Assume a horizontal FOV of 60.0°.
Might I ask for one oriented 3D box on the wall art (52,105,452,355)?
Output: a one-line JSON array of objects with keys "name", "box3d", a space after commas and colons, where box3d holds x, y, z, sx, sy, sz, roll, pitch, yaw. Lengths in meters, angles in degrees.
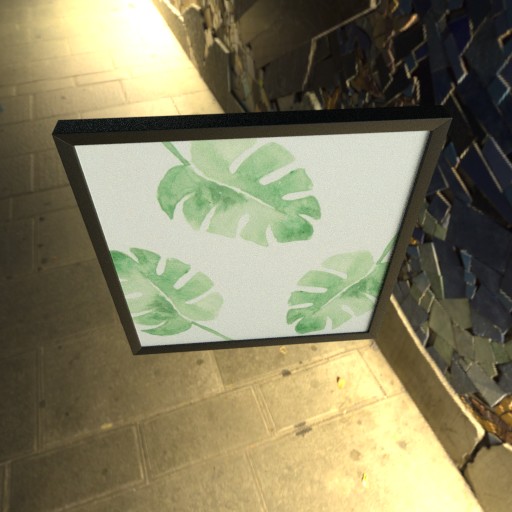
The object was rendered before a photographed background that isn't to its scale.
[{"name": "wall art", "box3d": [0.000, 0.000, 0.753, 0.508, 0.508, 0.036, -3, 46, -3]}]
